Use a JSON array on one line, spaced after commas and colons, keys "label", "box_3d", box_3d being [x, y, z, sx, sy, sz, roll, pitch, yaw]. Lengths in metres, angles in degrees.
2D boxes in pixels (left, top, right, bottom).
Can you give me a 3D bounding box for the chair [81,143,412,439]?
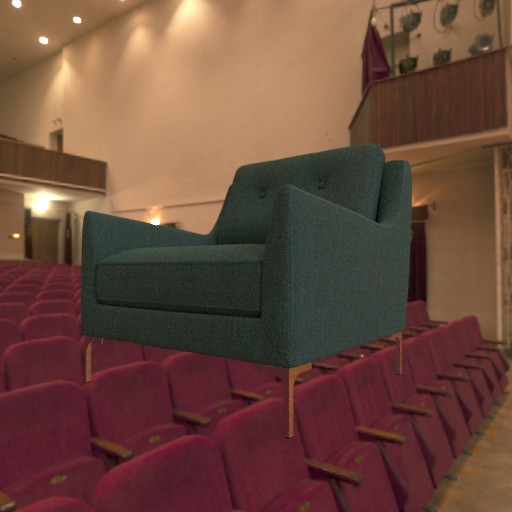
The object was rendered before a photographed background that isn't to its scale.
[{"label": "chair", "box_3d": [0.000, 0.000, 1.539, 0.847, 0.828, 0.849, -1, -2, 37]}]
